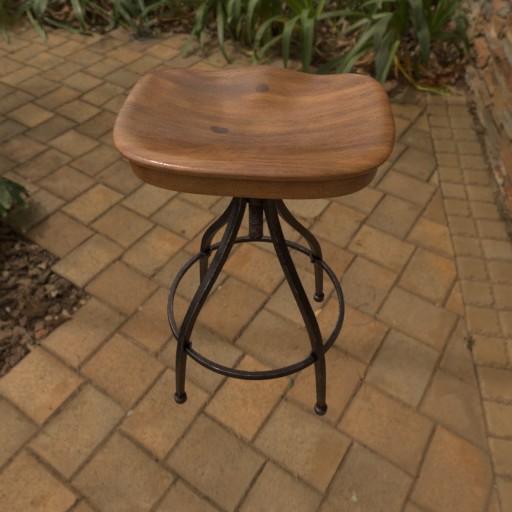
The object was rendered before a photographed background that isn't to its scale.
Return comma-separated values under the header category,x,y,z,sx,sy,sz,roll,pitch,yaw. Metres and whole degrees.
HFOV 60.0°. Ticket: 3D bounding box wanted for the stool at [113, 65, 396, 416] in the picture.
category,x,y,z,sx,sy,sz,roll,pitch,yaw
stool,0.000,0.000,0.956,0.432,0.694,0.424,4,47,3
